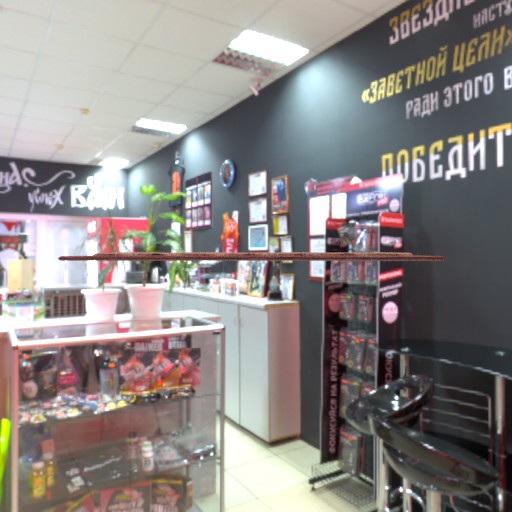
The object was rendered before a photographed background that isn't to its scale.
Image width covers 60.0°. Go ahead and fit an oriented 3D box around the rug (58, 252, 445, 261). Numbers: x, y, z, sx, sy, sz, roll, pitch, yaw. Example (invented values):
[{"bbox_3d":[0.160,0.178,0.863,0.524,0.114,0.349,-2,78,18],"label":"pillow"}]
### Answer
[{"bbox_3d":[0.000,0.000,2.297,1.222,0.030,1.823,0,0,1],"label":"rug"}]
